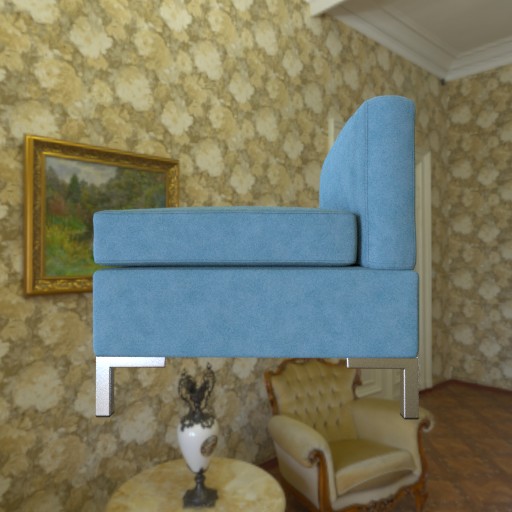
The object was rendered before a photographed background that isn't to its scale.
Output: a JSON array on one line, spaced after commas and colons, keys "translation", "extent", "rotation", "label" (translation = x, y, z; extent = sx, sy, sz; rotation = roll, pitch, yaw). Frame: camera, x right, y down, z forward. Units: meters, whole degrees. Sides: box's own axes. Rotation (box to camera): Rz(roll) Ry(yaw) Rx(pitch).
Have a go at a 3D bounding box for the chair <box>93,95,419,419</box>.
[{"translation": [0.000, 0.000, 1.218], "extent": [0.685, 0.660, 0.684], "rotation": [0, -1, 1], "label": "chair"}]
